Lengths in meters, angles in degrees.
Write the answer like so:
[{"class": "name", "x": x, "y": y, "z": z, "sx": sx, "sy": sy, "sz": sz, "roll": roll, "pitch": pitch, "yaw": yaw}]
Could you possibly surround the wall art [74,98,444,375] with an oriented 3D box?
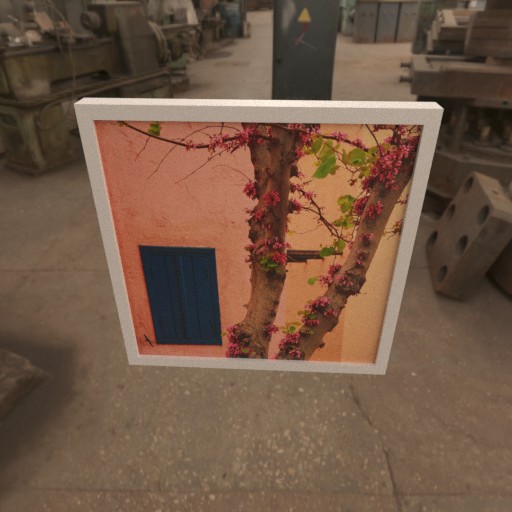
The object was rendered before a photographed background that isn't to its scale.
[{"class": "wall art", "x": 0.000, "y": 0.000, "z": 0.758, "sx": 0.507, "sy": 0.508, "sz": 0.038, "roll": 2, "pitch": 32, "yaw": 3}]
